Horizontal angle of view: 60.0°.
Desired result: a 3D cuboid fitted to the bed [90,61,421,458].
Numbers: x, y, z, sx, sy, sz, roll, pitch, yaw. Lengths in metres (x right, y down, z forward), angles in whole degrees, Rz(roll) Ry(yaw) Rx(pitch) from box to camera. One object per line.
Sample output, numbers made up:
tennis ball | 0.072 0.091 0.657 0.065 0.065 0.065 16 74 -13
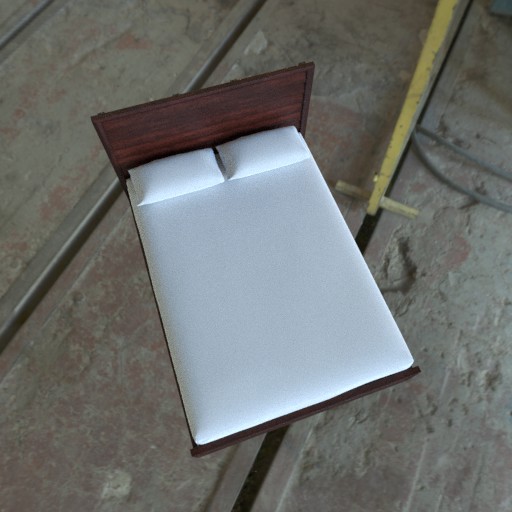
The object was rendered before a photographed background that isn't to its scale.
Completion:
bed | 0.000 0.000 4.018 2.040 1.492 2.803 -17 65 -8
